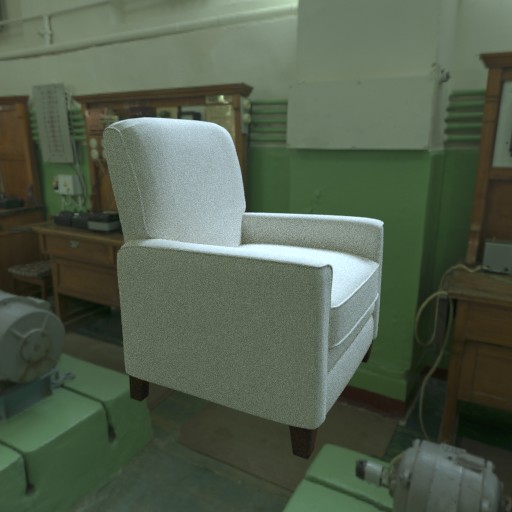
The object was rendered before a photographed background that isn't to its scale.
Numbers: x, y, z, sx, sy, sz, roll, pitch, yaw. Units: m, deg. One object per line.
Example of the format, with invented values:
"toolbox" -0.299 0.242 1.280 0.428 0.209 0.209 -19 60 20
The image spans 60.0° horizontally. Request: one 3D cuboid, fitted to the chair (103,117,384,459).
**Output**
"chair" 0.000 0.000 1.714 0.858 1.028 0.841 7 16 27
